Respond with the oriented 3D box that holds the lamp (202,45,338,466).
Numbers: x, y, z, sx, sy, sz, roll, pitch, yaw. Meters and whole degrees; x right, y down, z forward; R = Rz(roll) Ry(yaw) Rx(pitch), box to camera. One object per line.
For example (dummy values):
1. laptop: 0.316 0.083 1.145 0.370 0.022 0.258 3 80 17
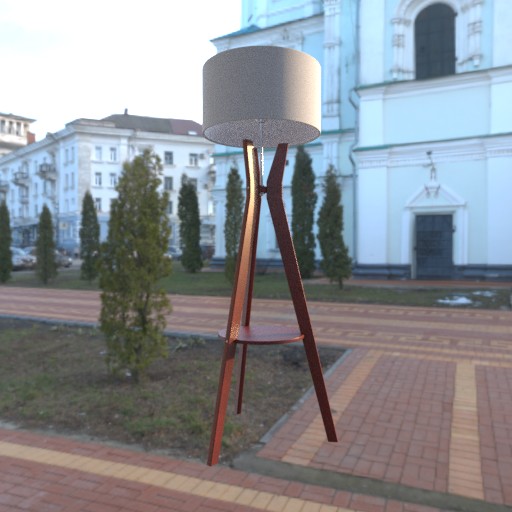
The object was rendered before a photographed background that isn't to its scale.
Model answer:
1. lamp: 0.000 0.000 1.762 0.539 1.472 0.542 1 1 38
